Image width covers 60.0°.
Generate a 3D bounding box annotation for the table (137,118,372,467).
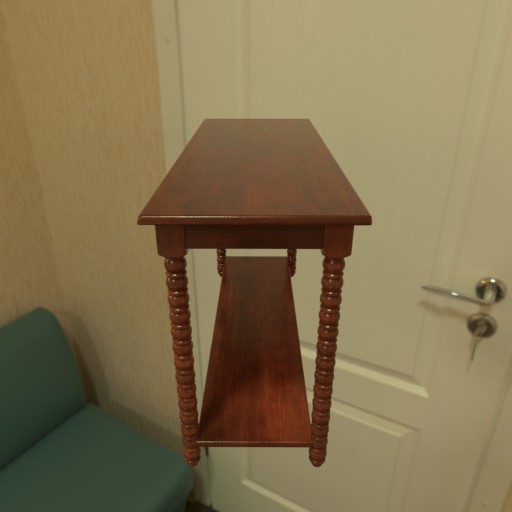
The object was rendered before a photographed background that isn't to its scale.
[{"bbox_3d":[0.000,0.000,1.531,0.459,0.740,1.184,0,26,0],"label":"table"}]
